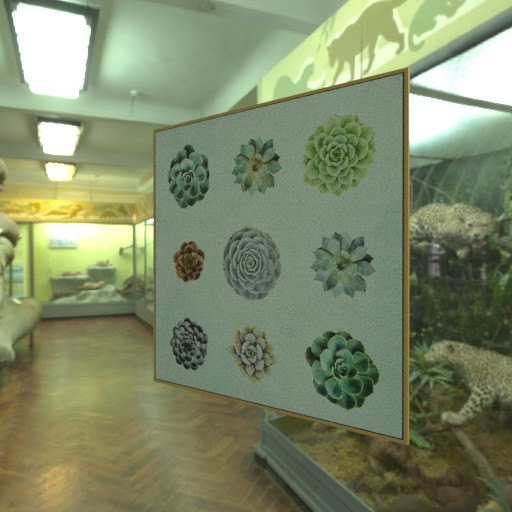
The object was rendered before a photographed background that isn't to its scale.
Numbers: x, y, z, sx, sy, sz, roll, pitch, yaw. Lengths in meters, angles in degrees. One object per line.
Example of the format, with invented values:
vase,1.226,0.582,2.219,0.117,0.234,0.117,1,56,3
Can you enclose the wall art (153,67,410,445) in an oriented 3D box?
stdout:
wall art,0.000,0.000,1.412,0.962,0.959,0.013,0,0,36
